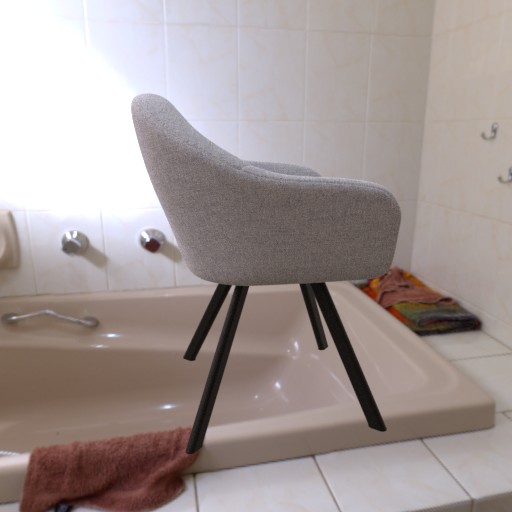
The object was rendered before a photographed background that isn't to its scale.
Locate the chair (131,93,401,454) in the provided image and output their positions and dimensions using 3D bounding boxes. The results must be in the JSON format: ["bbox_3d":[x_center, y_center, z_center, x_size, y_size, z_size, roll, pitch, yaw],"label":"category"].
[{"bbox_3d":[0.000,0.000,1.141,0.570,0.780,0.540,-3,16,-9],"label":"chair"}]
